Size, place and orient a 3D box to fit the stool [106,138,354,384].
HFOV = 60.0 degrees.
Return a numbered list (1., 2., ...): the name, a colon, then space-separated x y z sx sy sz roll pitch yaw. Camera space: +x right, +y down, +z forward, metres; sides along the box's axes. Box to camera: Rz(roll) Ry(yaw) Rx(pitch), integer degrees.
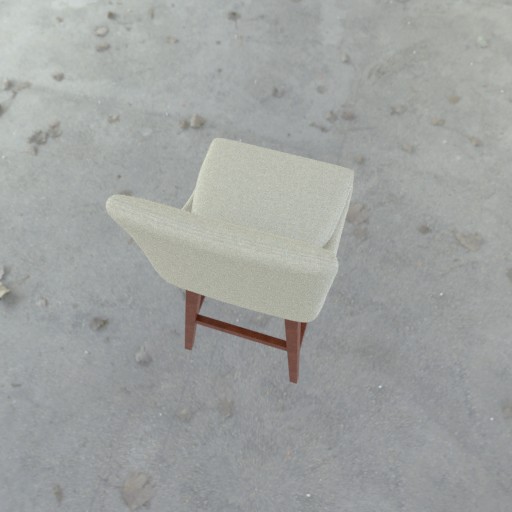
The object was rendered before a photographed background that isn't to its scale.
1. stool: 0.000 0.000 1.380 0.470 1.092 0.559 15 63 8
